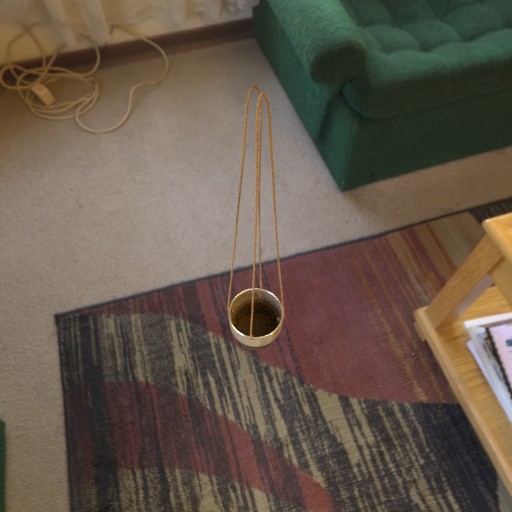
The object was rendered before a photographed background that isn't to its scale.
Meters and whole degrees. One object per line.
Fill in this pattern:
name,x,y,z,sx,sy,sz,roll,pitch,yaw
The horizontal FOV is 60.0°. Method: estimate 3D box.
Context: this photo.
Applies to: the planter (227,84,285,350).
planter,0.000,0.000,1.189,0.187,1.073,0.187,-31,63,-17
